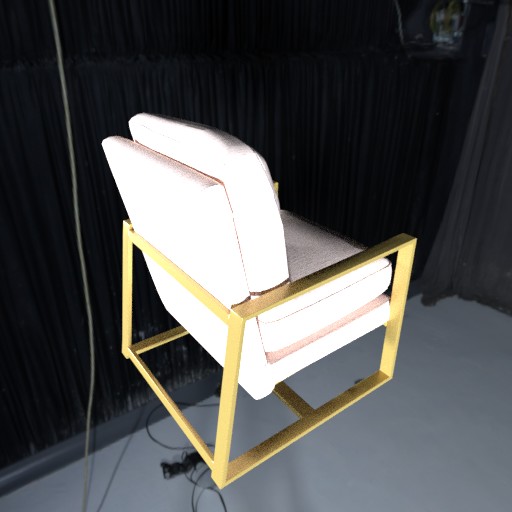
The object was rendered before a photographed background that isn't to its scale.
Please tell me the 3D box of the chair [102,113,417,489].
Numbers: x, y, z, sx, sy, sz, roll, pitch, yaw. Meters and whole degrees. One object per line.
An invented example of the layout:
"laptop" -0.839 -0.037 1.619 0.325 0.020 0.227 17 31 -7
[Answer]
"chair" 0.000 0.000 1.544 0.813 0.956 0.758 -19 33 -32
